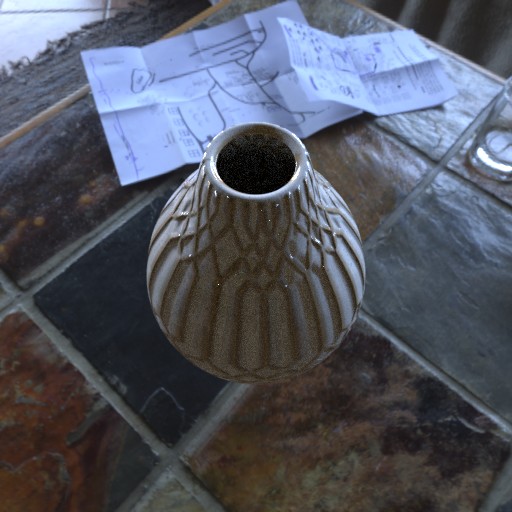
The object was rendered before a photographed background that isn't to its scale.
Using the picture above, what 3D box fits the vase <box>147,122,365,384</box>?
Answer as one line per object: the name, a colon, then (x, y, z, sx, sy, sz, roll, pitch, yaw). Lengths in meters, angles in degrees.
vase: (0.000, 0.000, 0.309, 0.159, 0.200, 0.159, 0, 61, 0)
